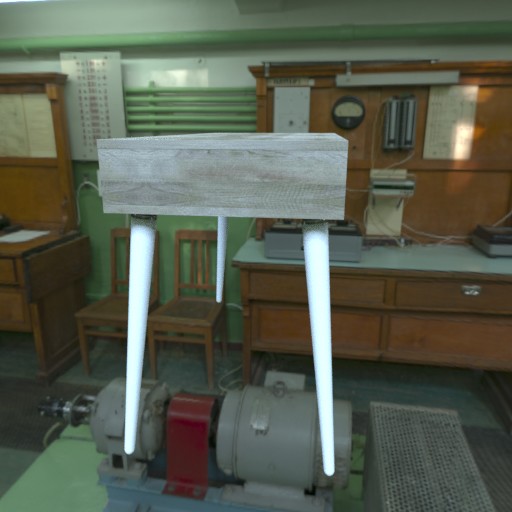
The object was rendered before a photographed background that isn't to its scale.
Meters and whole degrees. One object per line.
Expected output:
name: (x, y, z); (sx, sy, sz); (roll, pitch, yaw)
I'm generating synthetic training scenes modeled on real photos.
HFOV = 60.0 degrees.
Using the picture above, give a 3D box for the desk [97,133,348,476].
desk: (0.000, 0.000, 1.375); (0.491, 0.723, 0.979); (2, 16, 8)
